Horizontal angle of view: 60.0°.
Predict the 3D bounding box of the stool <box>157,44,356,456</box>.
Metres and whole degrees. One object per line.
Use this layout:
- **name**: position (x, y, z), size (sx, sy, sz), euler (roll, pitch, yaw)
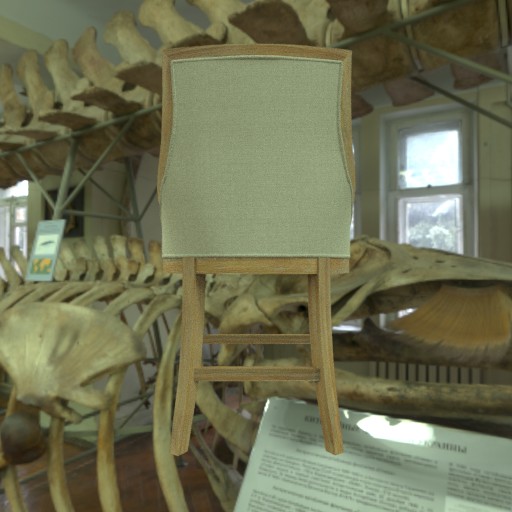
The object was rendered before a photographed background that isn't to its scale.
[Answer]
- **stool**: position (0.000, 0.000, 1.285), size (0.524, 0.938, 0.626), euler (0, -1, 0)
